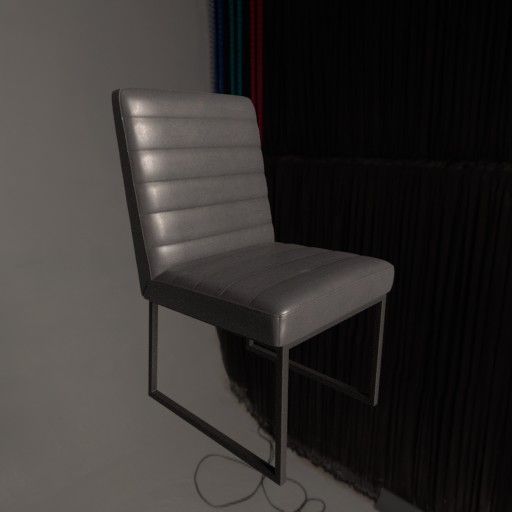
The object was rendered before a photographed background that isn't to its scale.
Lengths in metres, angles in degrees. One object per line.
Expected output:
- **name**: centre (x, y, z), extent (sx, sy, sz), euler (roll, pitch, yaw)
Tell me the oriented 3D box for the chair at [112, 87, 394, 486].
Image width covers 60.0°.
- **chair**: centre (0.000, 0.000, 1.288), extent (0.634, 0.930, 0.520), euler (14, 21, 42)
